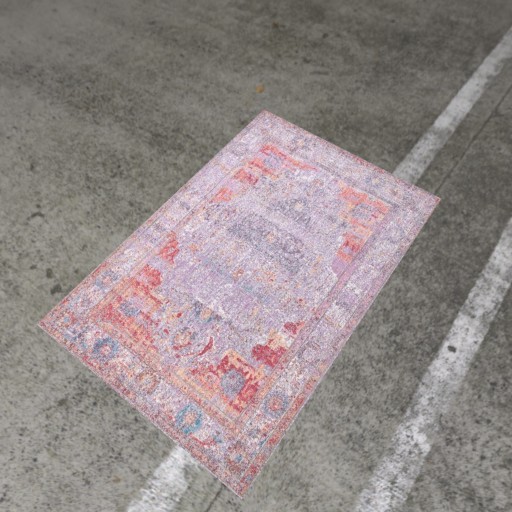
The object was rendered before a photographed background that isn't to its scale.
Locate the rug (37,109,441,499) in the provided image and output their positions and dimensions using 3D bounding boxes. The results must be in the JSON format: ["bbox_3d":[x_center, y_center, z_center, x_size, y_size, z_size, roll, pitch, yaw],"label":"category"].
[{"bbox_3d":[0.000,0.000,2.280,1.219,0.005,1.829,32,64,18],"label":"rug"}]
